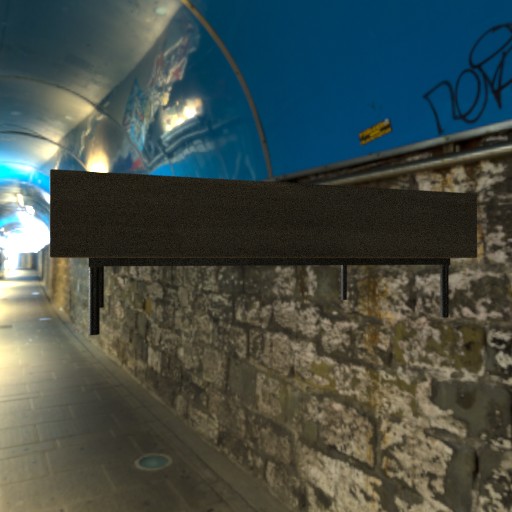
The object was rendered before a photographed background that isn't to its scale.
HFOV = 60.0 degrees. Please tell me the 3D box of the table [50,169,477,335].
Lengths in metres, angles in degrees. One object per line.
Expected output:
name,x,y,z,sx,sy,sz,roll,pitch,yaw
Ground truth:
table,0.000,0.000,1.370,1.088,0.347,0.643,0,0,-18
